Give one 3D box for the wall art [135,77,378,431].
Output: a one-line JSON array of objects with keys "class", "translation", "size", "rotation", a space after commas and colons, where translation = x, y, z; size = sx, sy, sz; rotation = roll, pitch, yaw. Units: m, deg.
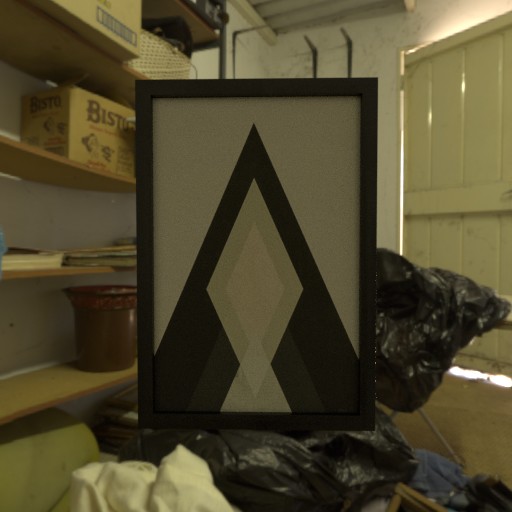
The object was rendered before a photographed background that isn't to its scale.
[{"class": "wall art", "translation": [0.000, 0.000, 0.590], "size": [0.313, 0.457, 0.031], "rotation": [0, 2, 2]}]
